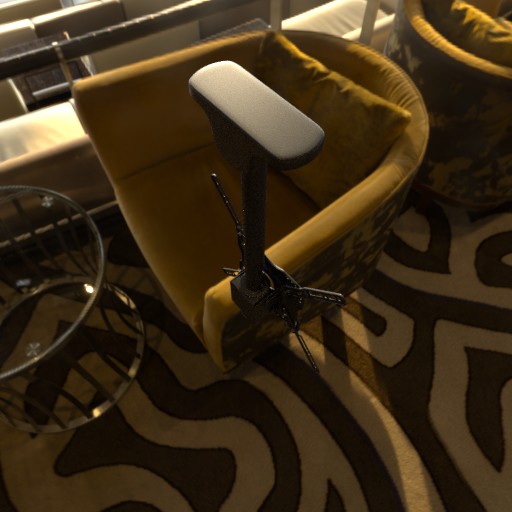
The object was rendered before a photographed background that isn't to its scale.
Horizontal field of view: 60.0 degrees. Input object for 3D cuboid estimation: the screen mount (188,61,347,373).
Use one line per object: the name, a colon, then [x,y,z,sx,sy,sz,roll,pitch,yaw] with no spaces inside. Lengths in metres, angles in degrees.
screen mount: [0.000,0.000,0.875,0.090,0.729,0.393,-35,64,-20]
